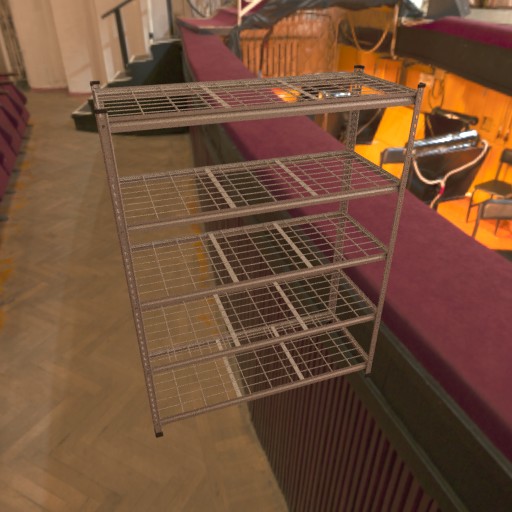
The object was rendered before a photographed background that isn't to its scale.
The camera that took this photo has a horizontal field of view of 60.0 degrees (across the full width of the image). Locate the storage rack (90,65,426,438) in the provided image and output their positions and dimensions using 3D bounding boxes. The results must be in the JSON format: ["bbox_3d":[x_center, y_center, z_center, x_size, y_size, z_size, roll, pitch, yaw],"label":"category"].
[{"bbox_3d":[0.000,0.000,2.674,1.524,1.981,0.610,-10,33,-16],"label":"storage rack"}]
